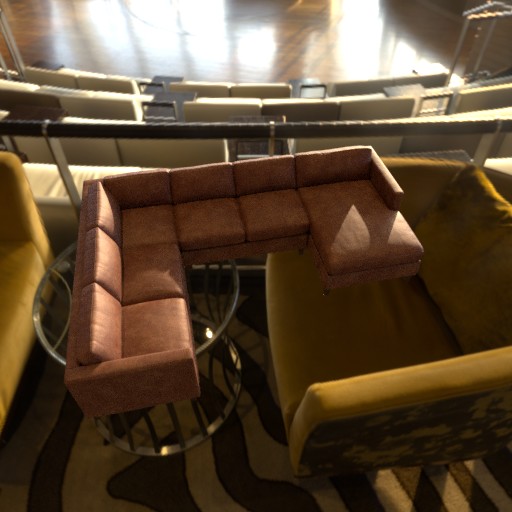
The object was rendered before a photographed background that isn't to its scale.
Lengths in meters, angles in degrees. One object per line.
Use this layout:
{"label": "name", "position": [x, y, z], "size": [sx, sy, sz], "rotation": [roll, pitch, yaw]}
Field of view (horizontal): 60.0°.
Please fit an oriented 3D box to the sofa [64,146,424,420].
{"label": "sofa", "position": [0.000, 0.000, 4.435], "size": [3.324, 0.888, 2.452], "rotation": [-9, 47, -8]}
